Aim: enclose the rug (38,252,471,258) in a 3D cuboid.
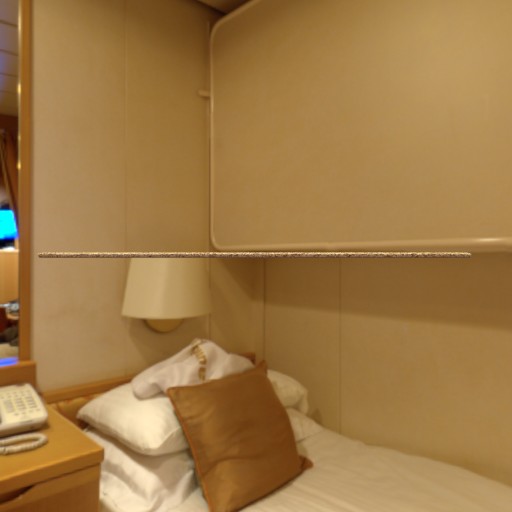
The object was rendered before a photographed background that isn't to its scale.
[{"bbox_3d":[0.000,0.000,3.990,2.438,0.029,3.047,0,0,0],"label":"rug"}]
